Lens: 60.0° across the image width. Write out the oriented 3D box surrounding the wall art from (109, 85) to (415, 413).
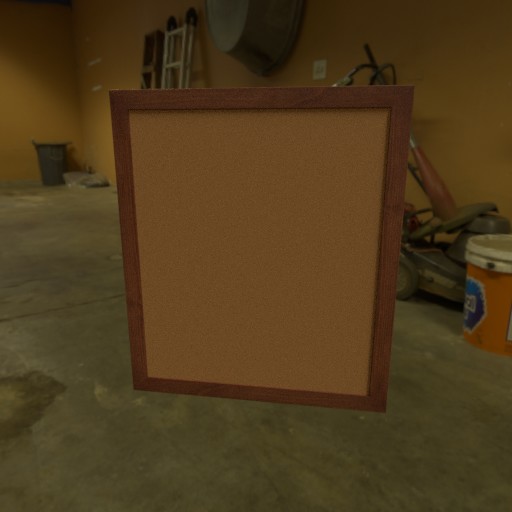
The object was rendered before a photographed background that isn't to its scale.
[{"bbox_3d":[0.000,0.000,0.538,0.330,0.381,0.030,2,15,9],"label":"wall art"}]
